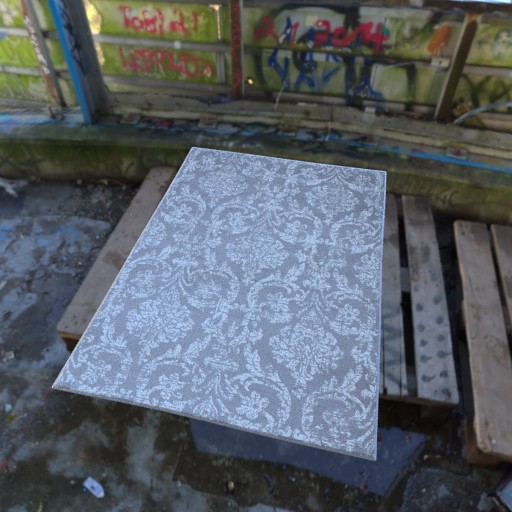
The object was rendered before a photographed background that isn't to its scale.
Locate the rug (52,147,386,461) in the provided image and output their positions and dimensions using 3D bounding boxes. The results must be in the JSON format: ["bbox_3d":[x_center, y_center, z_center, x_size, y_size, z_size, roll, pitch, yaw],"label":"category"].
[{"bbox_3d":[0.000,0.000,2.815,1.578,0.014,2.206,9,47,9],"label":"rug"}]
